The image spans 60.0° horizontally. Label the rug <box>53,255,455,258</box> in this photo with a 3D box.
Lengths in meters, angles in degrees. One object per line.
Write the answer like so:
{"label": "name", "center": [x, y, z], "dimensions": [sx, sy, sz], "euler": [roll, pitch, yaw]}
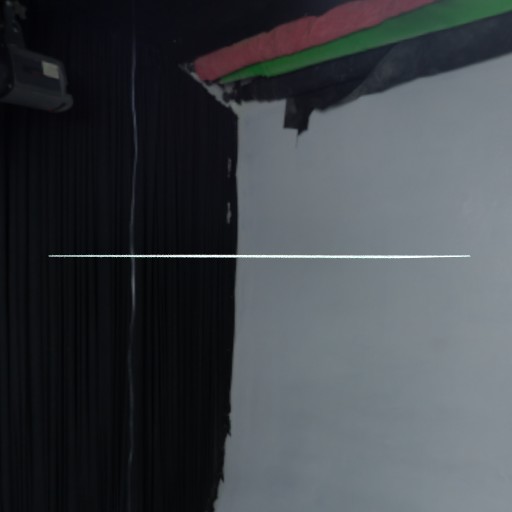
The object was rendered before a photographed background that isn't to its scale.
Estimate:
{"label": "rug", "center": [0.000, 0.000, 2.932], "dimensions": [2.363, 0.004, 1.566], "euler": [0, 0, 36]}
